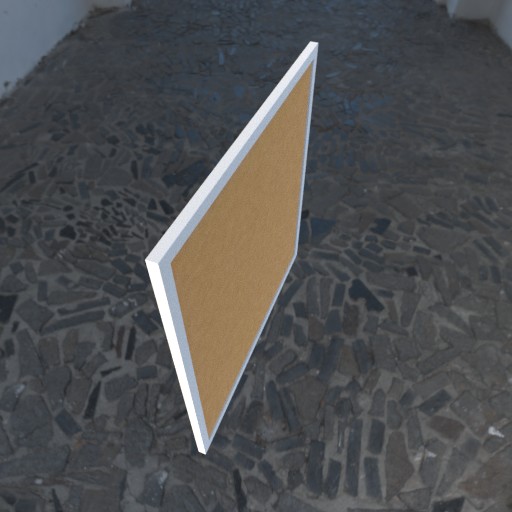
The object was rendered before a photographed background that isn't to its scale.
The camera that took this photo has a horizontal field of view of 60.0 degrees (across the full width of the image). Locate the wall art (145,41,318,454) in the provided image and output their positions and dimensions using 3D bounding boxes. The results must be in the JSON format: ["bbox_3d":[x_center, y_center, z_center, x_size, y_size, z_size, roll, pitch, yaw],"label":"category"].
[{"bbox_3d":[0.000,0.000,0.672,0.012,0.457,0.457,17,50,14],"label":"wall art"}]
